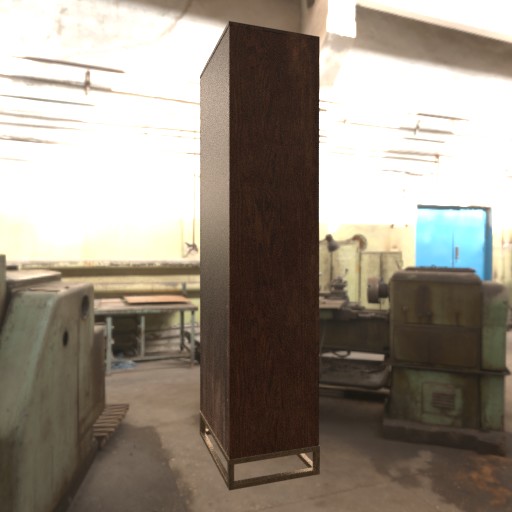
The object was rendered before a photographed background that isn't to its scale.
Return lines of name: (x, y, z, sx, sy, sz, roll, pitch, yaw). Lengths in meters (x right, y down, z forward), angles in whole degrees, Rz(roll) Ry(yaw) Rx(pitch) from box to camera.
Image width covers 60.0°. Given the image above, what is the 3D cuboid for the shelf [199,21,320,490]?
shelf: (0.000, 0.000, 1.951, 0.395, 1.732, 0.539, 0, 1, -19)
